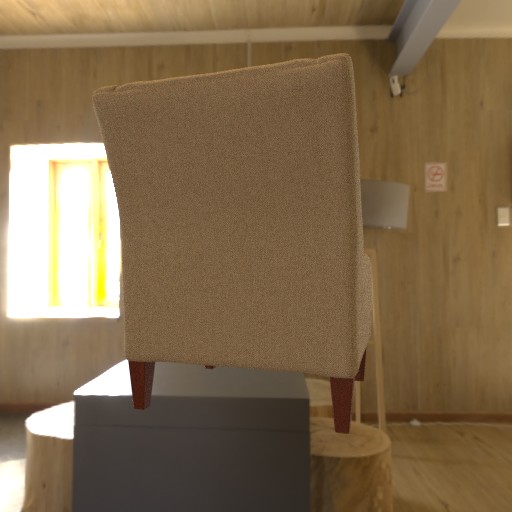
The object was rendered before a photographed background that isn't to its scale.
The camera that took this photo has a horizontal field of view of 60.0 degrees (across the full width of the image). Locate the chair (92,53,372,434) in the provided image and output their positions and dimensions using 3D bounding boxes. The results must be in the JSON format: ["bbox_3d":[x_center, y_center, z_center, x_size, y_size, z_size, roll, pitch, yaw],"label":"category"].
[{"bbox_3d":[0.000,0.000,1.589,0.774,1.014,0.870,0,-1,18],"label":"chair"}]
